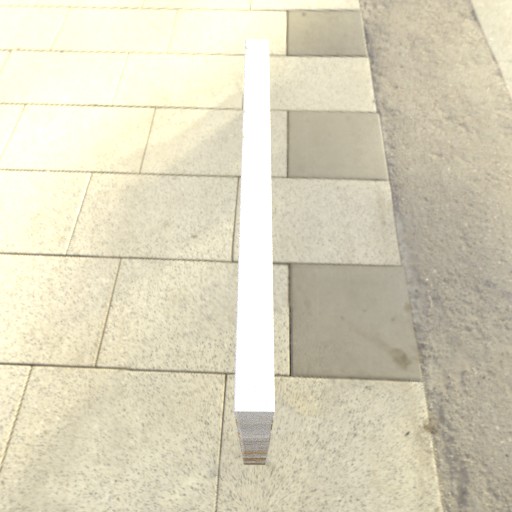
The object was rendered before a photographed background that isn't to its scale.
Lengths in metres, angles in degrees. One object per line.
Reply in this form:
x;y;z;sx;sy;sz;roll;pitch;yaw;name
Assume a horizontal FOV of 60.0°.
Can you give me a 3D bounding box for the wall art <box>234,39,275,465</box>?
0.000;0.000;0.760;0.041;0.407;0.606;0;58;0;wall art
